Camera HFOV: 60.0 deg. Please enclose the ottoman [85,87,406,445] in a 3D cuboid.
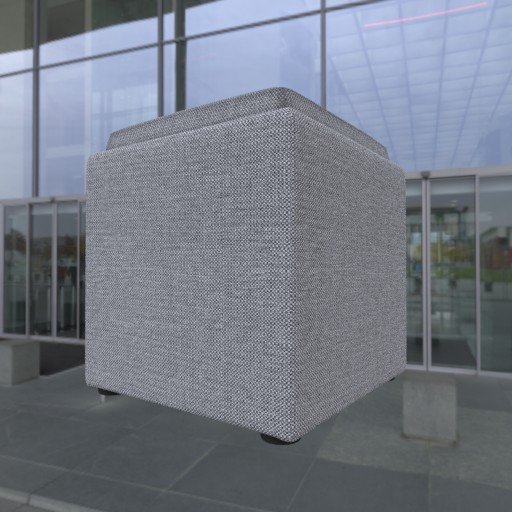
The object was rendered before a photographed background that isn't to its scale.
[{"bbox_3d":[0.000,0.000,0.847,0.436,0.487,0.454,-1,-1,36],"label":"ottoman"}]
